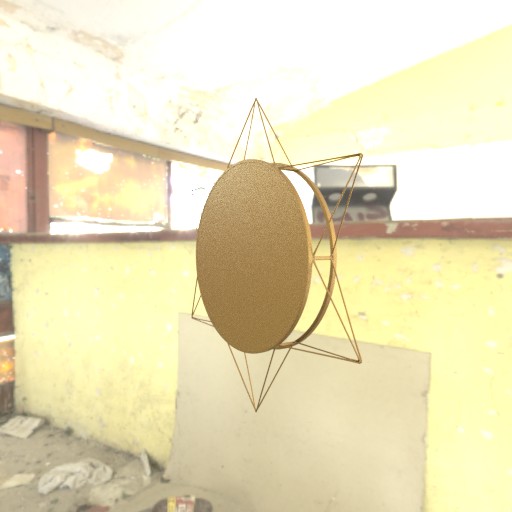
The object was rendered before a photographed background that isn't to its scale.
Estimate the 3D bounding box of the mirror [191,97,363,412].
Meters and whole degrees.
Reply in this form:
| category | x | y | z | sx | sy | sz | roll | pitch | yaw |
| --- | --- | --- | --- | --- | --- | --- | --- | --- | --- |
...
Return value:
| category | x | y | z | sx | sy | sz | roll | pitch | yaw |
| --- | --- | --- | --- | --- | --- | --- | --- | --- | --- |
| mirror | 0.000 | 0.000 | 0.818 | 0.062 | 0.581 | 0.498 | -1 | 1 | -37 |
